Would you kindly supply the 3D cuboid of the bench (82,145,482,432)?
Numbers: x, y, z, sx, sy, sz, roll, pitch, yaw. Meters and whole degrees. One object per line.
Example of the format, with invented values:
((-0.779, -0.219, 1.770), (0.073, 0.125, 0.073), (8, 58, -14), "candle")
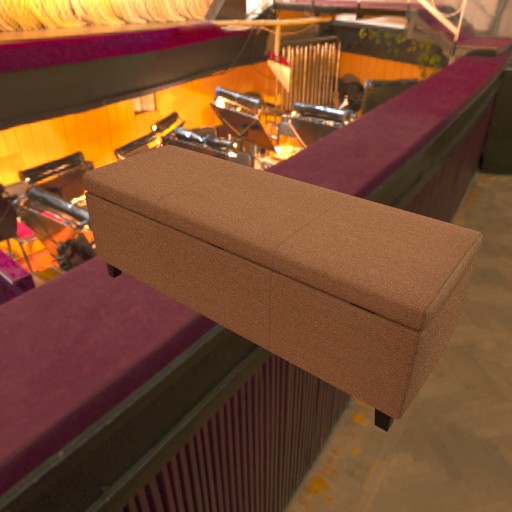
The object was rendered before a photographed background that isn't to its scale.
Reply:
((0.000, 0.000, 1.494), (1.269, 0.438, 0.446), (22, 38, 31), "bench")
